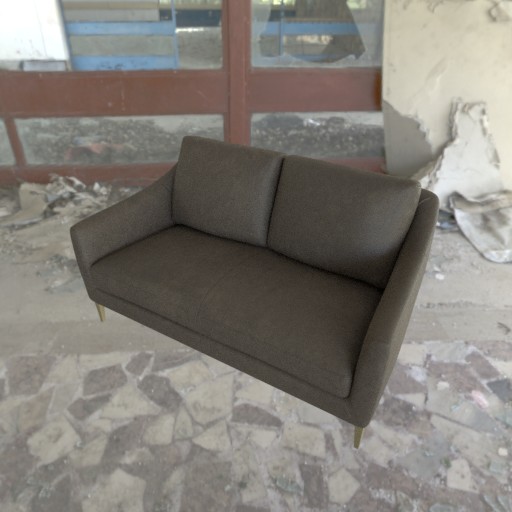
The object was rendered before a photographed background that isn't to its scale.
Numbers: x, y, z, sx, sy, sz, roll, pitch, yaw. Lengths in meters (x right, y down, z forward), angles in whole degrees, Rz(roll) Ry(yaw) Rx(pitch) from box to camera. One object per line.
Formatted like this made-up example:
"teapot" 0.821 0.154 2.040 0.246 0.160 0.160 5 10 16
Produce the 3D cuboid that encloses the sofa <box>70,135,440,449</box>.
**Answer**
"sofa" 0.000 0.000 2.214 1.619 0.902 0.960 18 35 27
